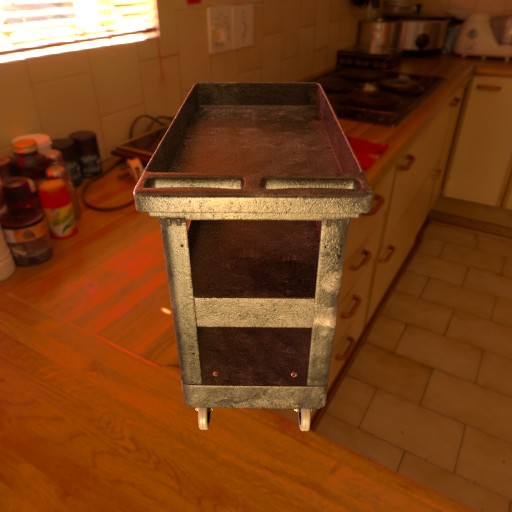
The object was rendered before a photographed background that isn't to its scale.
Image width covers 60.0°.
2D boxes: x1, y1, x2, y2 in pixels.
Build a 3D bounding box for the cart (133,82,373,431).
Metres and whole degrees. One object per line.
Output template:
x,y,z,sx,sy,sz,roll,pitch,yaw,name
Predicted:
0.000,0.000,1.346,0.420,0.824,0.877,0,33,1,cart
